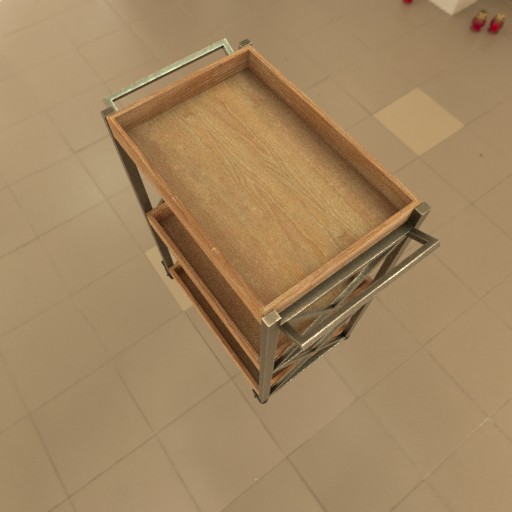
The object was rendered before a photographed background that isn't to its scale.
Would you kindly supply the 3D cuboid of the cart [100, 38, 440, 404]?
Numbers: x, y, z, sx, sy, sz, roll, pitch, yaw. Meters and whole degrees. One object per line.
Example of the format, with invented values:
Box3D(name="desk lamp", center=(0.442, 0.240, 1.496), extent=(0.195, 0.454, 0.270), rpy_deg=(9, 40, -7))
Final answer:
Box3D(name="cart", center=(0.000, 0.000, 1.212), extent=(0.377, 0.835, 0.673), rpy_deg=(-34, 68, -16))
